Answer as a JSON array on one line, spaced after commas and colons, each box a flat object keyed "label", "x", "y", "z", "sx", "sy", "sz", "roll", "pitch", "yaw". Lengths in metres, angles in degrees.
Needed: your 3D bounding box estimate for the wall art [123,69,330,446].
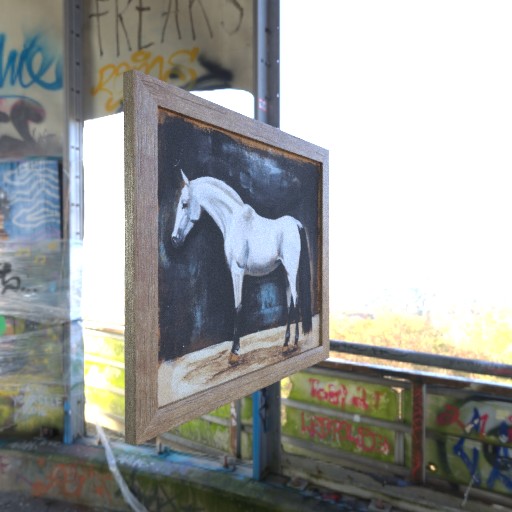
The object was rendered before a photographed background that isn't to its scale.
[{"label": "wall art", "x": 0.000, "y": 0.000, "z": 0.978, "sx": 0.026, "sy": 0.588, "sz": 0.690, "roll": 1, "pitch": 1, "yaw": 35}]
